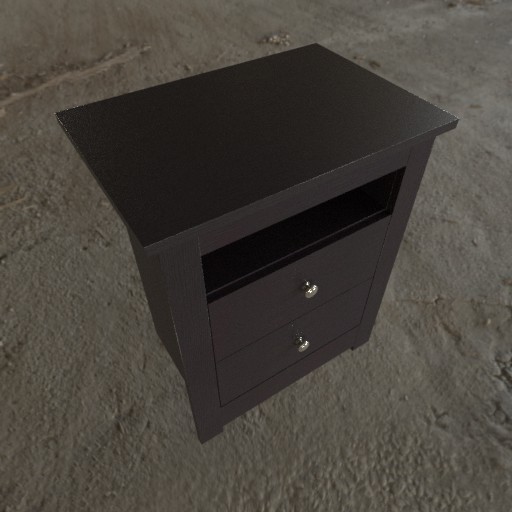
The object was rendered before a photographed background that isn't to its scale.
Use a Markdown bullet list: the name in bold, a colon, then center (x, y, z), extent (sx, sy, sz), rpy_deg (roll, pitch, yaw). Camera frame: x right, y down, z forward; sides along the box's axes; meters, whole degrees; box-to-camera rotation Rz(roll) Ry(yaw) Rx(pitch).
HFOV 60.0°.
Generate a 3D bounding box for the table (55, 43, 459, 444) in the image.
- **table**: center (0.000, 0.000, 1.036), extent (0.589, 0.711, 0.408), rpy_deg (-25, 51, -22)
